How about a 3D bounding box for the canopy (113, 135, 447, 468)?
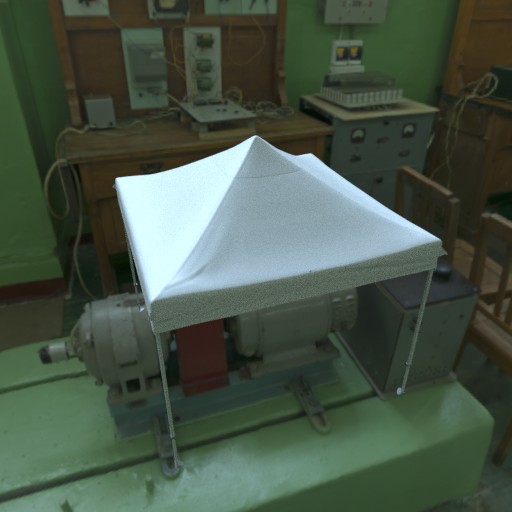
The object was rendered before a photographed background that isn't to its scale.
[{"bbox_3d":[0.000,0.000,5.497,2.994,2.998,2.996,-11,33,-17],"label":"canopy"}]
